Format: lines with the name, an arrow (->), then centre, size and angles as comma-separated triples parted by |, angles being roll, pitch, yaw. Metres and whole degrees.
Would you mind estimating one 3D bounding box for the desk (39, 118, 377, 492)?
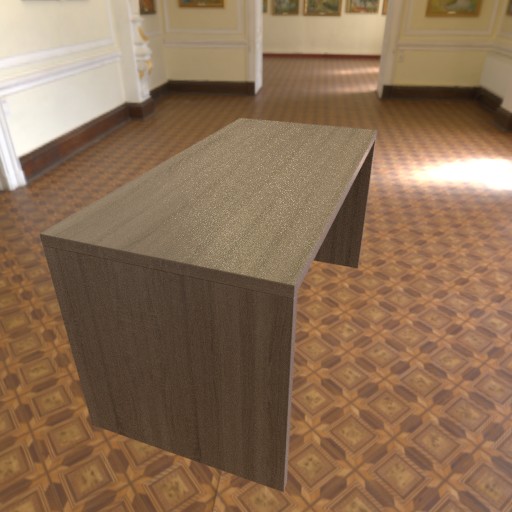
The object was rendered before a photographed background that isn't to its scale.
desk -> 0.000, 0.000, 1.795 | 0.690, 0.745, 1.380 | 11, 32, 18
